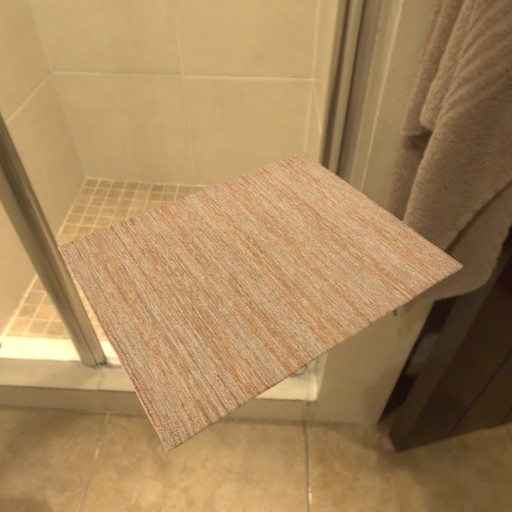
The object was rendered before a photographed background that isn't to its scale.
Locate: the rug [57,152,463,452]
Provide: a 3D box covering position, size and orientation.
[{"bbox_3d":[0.000,0.000,4.049,2.939,0.009,2.313,-26,50,-24],"label":"rug"}]
